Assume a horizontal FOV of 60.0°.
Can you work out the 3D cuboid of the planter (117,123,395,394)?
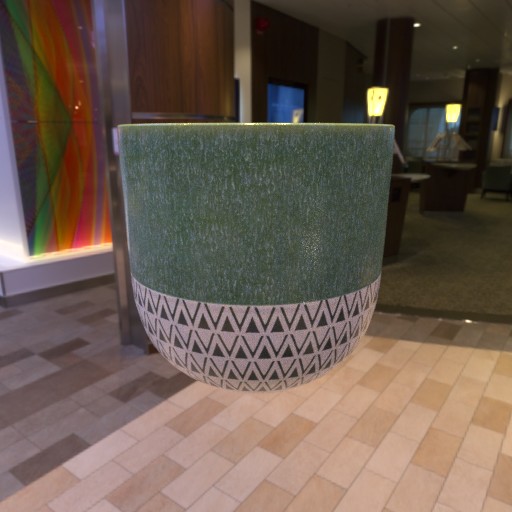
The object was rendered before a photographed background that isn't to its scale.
[{"bbox_3d":[0.000,0.000,0.478,0.266,0.270,0.266,0,16,0],"label":"planter"}]
